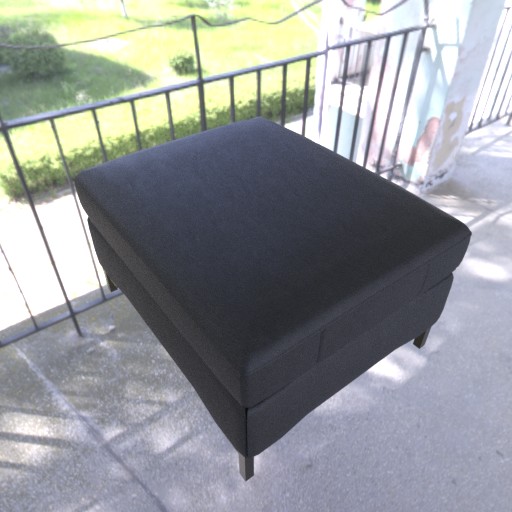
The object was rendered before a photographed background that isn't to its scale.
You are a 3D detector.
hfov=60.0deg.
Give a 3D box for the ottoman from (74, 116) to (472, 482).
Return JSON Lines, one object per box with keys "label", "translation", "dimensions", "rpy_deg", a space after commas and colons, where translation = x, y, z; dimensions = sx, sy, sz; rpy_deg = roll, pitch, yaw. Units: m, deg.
{"label": "ottoman", "translation": [0.000, 0.000, 1.787], "dimensions": [0.967, 0.696, 1.187], "rpy_deg": [-26, 46, -27]}
